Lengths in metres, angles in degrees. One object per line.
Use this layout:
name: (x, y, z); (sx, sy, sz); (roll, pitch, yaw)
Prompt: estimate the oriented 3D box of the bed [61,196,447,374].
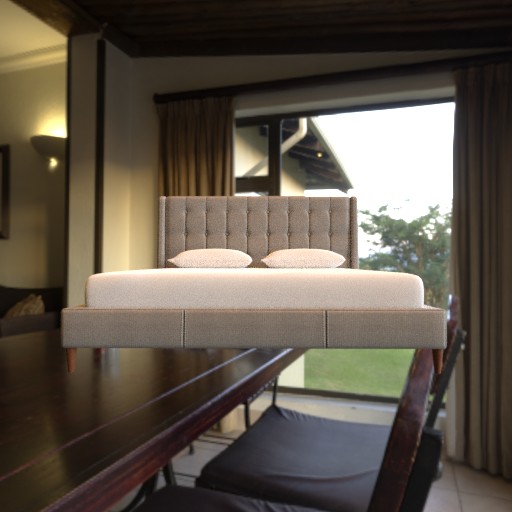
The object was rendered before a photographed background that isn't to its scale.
bed: (0.000, 0.000, 3.522); (2.062, 1.289, 2.342); (0, -1, 1)
